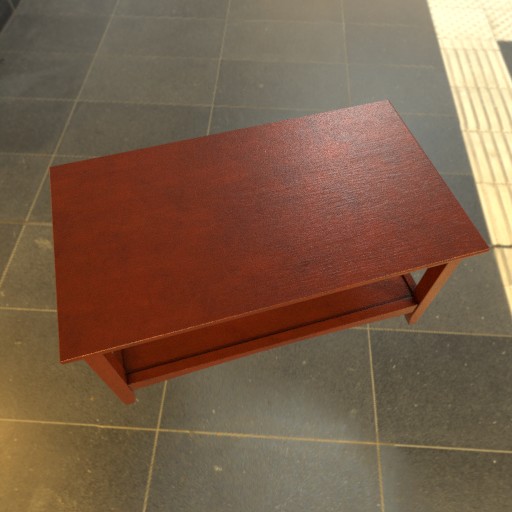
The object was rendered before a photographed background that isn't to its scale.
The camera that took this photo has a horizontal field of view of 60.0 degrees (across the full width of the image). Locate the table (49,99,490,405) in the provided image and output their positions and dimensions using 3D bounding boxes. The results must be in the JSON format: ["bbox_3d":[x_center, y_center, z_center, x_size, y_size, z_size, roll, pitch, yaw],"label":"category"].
[{"bbox_3d":[0.000,0.000,1.251,0.943,0.456,0.533,-14,59,-9],"label":"table"}]
